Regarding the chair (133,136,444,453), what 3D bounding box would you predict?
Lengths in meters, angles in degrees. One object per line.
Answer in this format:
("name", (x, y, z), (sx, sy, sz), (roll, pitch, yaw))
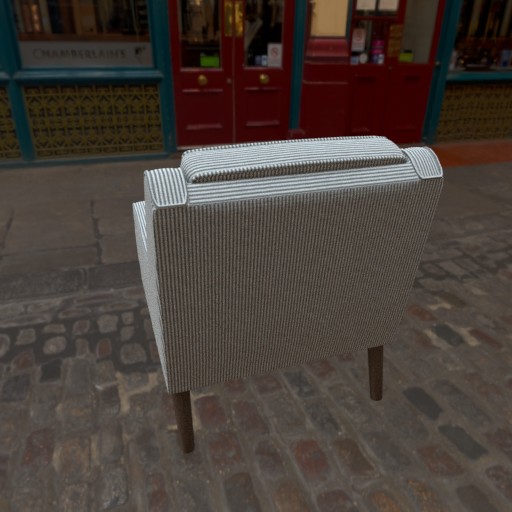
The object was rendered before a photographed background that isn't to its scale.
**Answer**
("chair", (0.000, 0.000, 1.344), (0.663, 0.792, 0.743), (-9, 27, -17))
